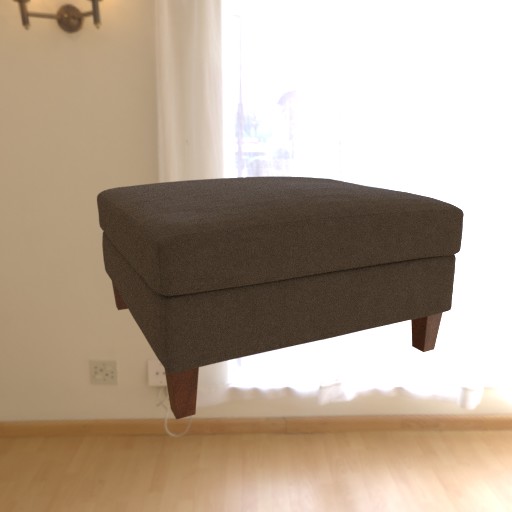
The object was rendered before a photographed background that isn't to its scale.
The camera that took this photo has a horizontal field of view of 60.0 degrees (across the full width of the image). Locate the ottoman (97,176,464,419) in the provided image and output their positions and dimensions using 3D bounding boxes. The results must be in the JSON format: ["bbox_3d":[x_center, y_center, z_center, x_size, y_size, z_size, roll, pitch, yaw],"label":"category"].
[{"bbox_3d":[0.000,0.000,1.433,0.861,0.482,0.881,-7,15,-25],"label":"ottoman"}]
